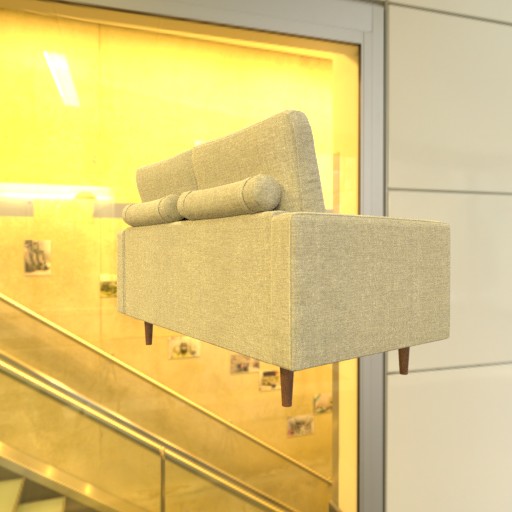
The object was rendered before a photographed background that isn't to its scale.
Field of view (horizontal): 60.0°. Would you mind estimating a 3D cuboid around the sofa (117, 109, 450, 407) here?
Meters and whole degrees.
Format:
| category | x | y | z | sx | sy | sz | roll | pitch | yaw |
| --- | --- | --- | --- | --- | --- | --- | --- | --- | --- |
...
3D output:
| category | x | y | z | sx | sy | sz | roll | pitch | yaw |
| --- | --- | --- | --- | --- | --- | --- | --- | --- | --- |
| sofa | 0.000 | 0.000 | 1.973 | 0.842 | 0.907 | 1.407 | -1 | 1 | -36 |
